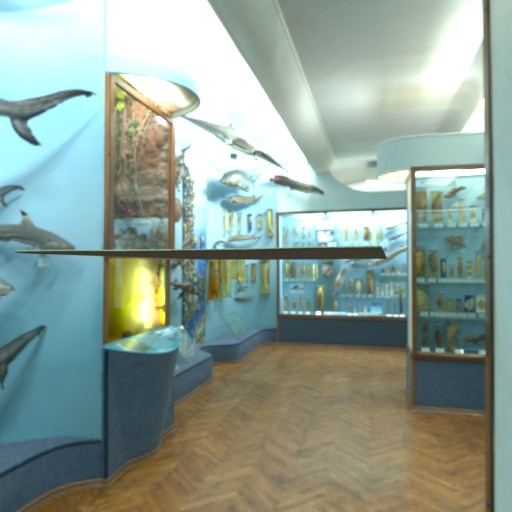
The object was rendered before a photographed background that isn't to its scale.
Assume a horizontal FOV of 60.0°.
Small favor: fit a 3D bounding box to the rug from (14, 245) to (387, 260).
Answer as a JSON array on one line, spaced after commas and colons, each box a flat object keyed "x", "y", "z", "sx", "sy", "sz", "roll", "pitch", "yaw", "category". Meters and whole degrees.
[{"x": 0.000, "y": 0.000, "z": 2.861, "sx": 1.606, "sy": 0.017, "sz": 2.270, "roll": 0, "pitch": -1, "yaw": 17, "category": "rug"}]
